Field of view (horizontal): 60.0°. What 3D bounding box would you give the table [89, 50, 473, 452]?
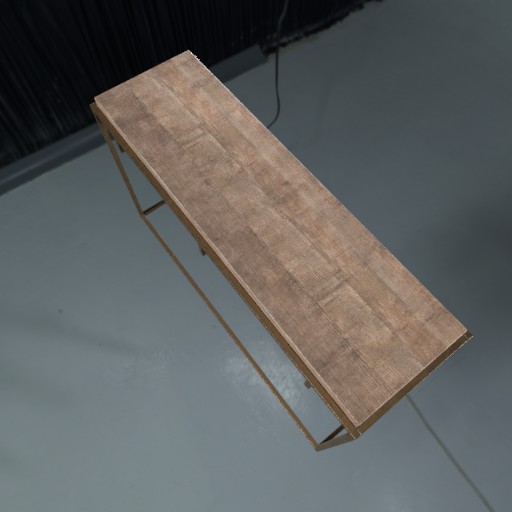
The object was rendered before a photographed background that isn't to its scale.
[{"bbox_3d":[0.000,0.000,1.742,0.440,0.820,1.400,-34,69,-15],"label":"table"}]
